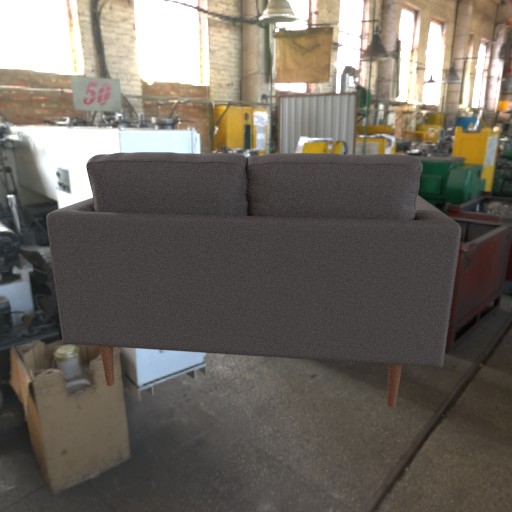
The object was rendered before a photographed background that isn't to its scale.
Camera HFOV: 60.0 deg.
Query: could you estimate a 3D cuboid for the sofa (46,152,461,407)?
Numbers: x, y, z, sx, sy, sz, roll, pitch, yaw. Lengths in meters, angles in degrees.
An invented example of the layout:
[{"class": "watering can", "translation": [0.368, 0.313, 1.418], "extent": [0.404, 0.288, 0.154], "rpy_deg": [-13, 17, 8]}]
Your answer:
[{"class": "sofa", "translation": [0.000, 0.000, 1.928], "extent": [1.430, 0.908, 0.796], "rpy_deg": [2, 17, 7]}]
